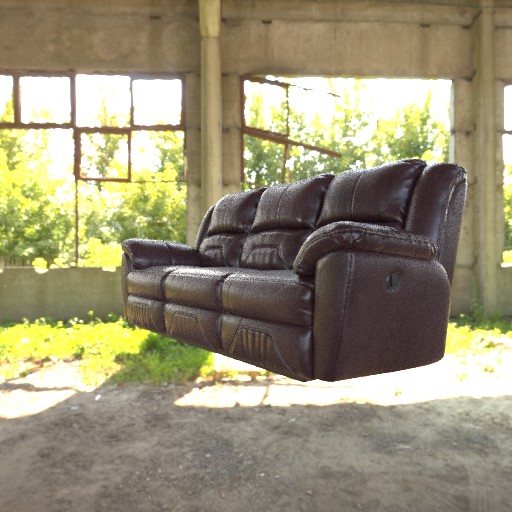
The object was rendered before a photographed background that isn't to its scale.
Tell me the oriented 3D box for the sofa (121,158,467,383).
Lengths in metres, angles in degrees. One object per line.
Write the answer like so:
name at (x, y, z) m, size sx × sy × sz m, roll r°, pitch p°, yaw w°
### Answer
sofa at (0.000, 0.000, 2.779) m, size 0.991 × 1.043 × 2.337 m, roll 0°, pitch 0°, yaw -37°
